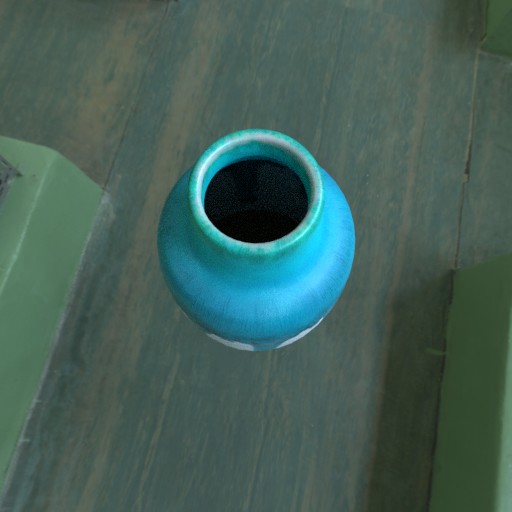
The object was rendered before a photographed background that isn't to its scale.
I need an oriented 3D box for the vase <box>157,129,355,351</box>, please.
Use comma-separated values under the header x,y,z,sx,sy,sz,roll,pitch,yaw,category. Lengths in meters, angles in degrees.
x,y,z,sx,sy,sz,roll,pitch,yaw,category
0.000,0.000,0.260,0.106,0.192,0.106,0,74,0,vase
